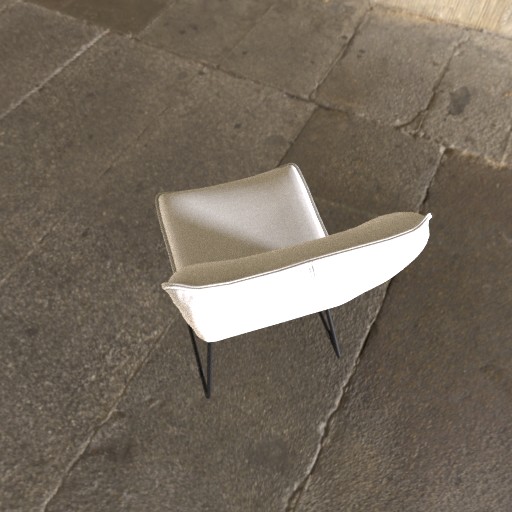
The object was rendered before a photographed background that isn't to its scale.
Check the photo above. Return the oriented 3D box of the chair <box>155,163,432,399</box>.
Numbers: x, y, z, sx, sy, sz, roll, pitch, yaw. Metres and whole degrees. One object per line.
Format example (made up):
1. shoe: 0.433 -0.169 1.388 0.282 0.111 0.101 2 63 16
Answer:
1. chair: 0.000 0.000 1.312 0.515 0.930 0.688 -15 59 -9
